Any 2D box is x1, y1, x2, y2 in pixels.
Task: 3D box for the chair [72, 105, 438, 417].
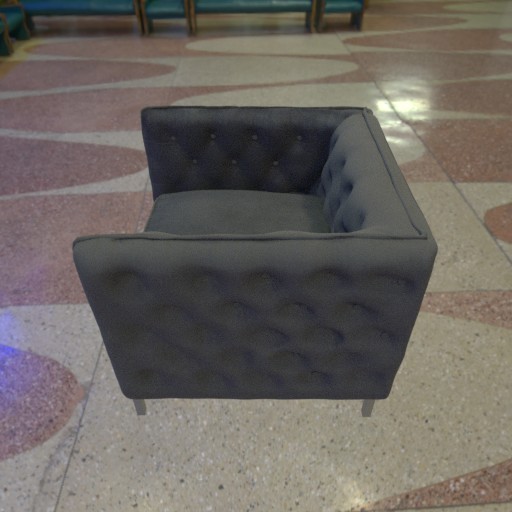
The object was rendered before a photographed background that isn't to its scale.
[{"bbox_3d":[0.000,0.000,1.618,0.913,0.807,0.946,0,40,0],"label":"chair"}]
